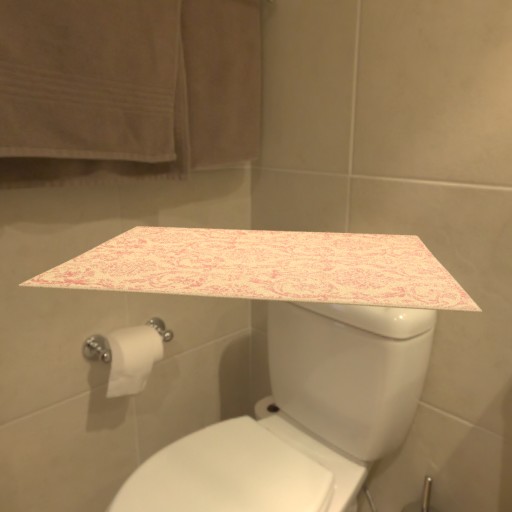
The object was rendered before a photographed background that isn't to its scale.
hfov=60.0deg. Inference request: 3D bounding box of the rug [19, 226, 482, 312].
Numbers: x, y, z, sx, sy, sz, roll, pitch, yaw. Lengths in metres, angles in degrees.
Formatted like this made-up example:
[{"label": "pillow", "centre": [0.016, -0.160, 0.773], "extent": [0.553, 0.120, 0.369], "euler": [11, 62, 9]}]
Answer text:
[{"label": "rug", "centre": [0.000, 0.000, 3.451], "extent": [2.746, 0.018, 1.819], "euler": [2, 16, 9]}]
